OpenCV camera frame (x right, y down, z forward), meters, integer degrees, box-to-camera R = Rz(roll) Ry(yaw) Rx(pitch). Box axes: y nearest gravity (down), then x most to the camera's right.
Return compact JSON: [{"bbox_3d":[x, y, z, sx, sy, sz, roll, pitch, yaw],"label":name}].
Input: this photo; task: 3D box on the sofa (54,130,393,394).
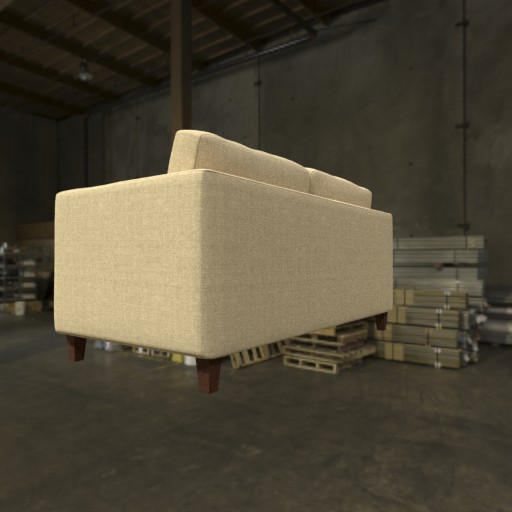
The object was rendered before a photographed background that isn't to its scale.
[{"bbox_3d":[0.000,0.000,2.478,0.950,0.963,1.884,0,-1,36],"label":"sofa"}]
